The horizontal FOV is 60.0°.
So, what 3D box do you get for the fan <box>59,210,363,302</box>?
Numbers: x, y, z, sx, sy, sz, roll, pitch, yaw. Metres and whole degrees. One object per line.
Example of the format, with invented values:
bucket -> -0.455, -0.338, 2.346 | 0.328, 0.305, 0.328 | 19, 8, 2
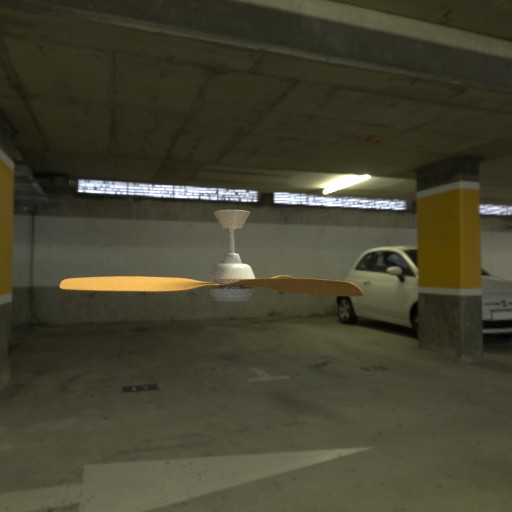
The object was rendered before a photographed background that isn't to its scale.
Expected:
fan -> 0.000, 0.000, 1.639 | 1.142, 0.355, 1.010 | 1, -2, -37
